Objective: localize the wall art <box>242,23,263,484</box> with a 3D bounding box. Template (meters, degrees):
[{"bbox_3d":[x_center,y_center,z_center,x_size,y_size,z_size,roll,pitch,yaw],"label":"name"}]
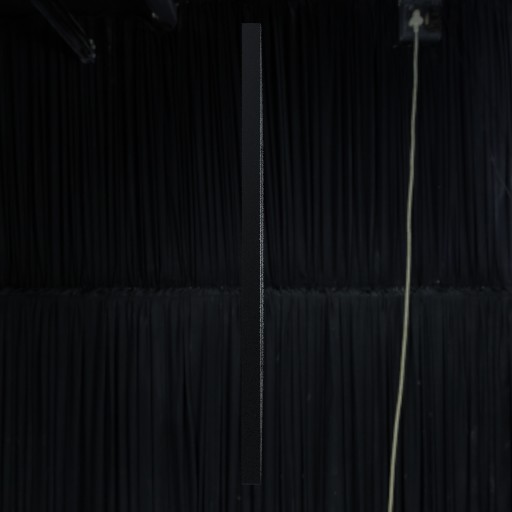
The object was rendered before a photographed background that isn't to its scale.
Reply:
[{"bbox_3d":[0.000,0.000,1.131,0.031,0.775,0.773,0,-1,1],"label":"wall art"}]
